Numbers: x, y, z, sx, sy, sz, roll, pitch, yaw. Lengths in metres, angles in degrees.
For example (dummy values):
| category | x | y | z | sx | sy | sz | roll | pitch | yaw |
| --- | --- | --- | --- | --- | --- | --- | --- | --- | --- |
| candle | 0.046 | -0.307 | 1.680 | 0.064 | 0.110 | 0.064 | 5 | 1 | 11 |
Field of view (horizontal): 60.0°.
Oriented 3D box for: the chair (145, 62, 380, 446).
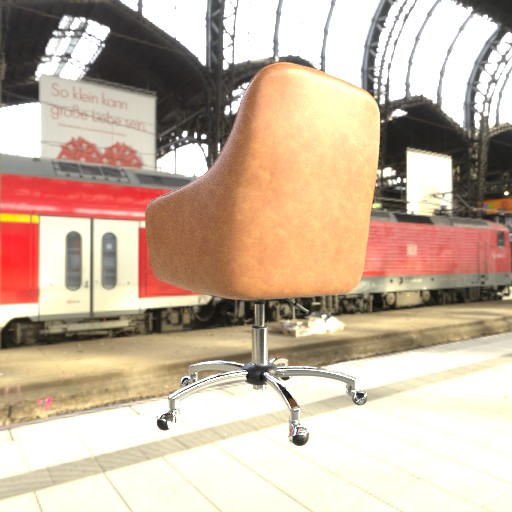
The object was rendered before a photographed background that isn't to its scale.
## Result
| category | x | y | z | sx | sy | sz | roll | pitch | yaw |
| --- | --- | --- | --- | --- | --- | --- | --- | --- | --- |
| chair | 0.000 | 0.000 | 1.327 | 0.628 | 0.909 | 0.615 | 0 | -1 | -37 |
